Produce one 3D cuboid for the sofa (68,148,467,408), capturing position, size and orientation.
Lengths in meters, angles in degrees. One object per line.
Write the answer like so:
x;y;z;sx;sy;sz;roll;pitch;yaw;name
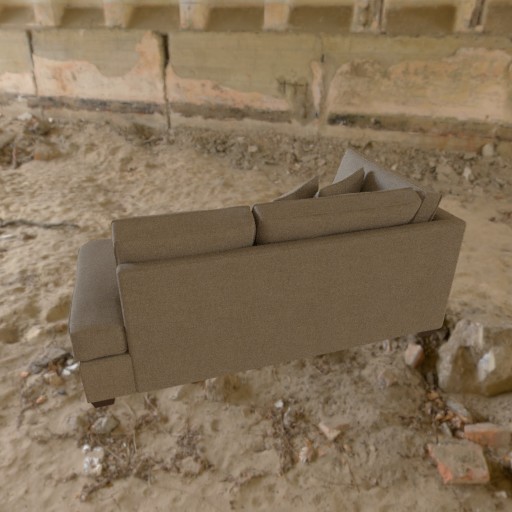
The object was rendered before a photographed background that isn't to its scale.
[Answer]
0.000;0.000;2.861;2.238;1.019;1.110;-8;29;-15;sofa
